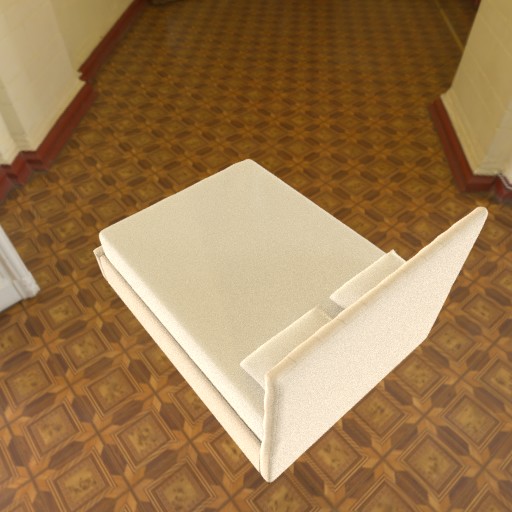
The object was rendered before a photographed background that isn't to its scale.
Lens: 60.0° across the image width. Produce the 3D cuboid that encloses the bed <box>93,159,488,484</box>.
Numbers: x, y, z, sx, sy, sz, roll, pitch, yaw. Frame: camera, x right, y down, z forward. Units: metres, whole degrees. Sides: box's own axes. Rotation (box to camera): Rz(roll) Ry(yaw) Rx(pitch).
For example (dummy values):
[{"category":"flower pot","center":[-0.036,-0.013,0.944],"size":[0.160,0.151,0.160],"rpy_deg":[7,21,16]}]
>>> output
[{"category":"bed","center":[0.000,0.000,3.271],"size":[1.696,1.426,2.233],"rpy_deg":[-32,55,-26]}]
